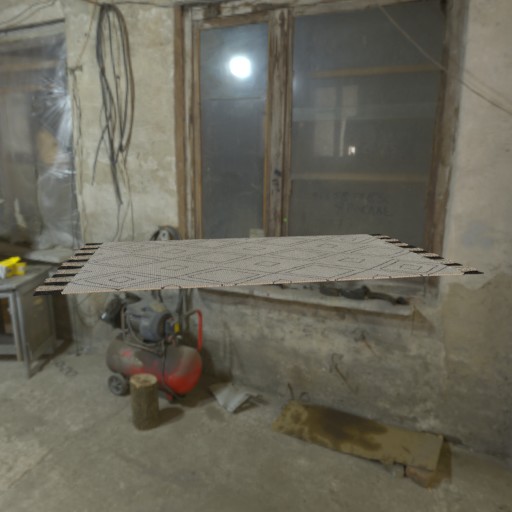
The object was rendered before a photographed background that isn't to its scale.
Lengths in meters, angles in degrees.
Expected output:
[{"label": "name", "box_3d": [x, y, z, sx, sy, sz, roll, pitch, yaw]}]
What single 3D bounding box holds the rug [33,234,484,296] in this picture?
[{"label": "rug", "box_3d": [0.000, 0.000, 3.345, 2.755, 0.021, 1.524, -2, 13, -10]}]
